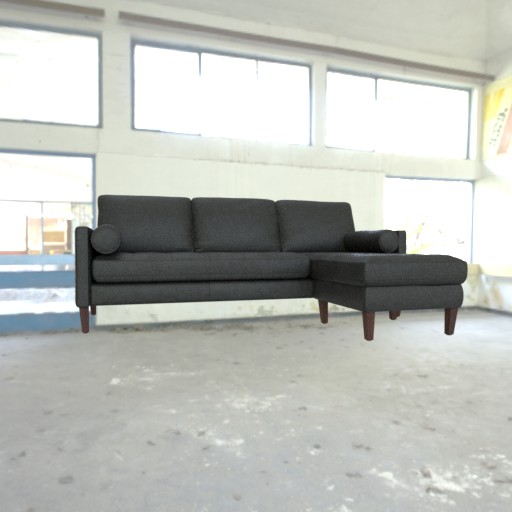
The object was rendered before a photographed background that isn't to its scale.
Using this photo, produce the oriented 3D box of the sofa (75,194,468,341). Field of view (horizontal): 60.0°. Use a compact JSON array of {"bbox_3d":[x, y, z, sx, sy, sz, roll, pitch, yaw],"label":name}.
[{"bbox_3d":[0.000,0.000,2.869,2.178,0.876,1.497,0,1,-17],"label":"sofa"}]
